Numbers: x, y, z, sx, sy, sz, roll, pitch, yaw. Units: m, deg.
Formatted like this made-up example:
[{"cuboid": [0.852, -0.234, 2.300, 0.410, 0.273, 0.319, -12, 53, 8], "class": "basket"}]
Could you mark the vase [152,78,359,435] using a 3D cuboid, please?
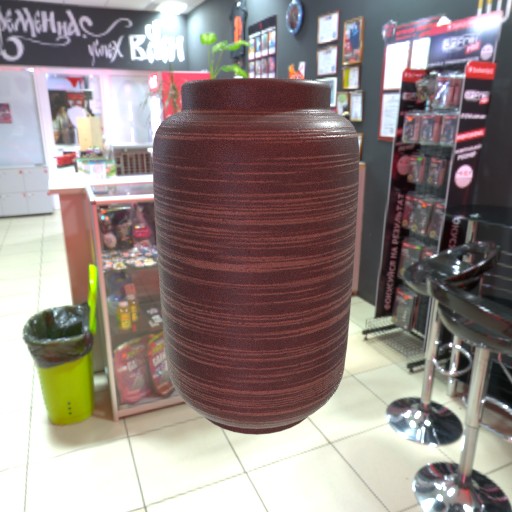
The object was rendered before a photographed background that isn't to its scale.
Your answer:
[{"cuboid": [0.000, 0.000, 0.685, 0.297, 0.499, 0.297, 0, 18, 0], "class": "vase"}]
